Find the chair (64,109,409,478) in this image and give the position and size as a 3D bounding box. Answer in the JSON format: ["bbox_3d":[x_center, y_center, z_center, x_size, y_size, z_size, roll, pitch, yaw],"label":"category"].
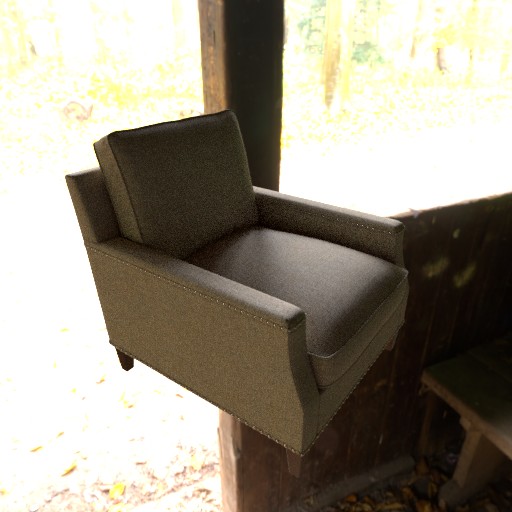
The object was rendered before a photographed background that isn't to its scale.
[{"bbox_3d":[0.000,0.000,1.689,1.014,0.943,0.853,18,32,32],"label":"chair"}]
